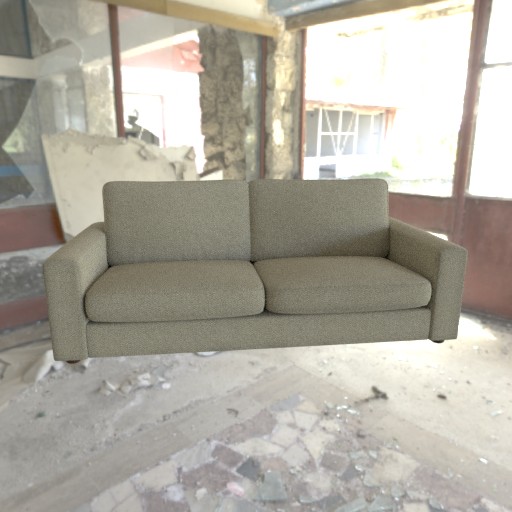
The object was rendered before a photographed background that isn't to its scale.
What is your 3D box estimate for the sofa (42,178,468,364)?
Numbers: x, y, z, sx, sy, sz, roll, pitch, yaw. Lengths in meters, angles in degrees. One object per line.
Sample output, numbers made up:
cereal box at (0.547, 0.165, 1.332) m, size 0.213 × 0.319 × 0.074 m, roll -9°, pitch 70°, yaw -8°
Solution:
sofa at (0.000, 0.000, 2.709) m, size 2.179 × 0.873 × 1.016 m, roll -2°, pitch 15°, yaw -7°
